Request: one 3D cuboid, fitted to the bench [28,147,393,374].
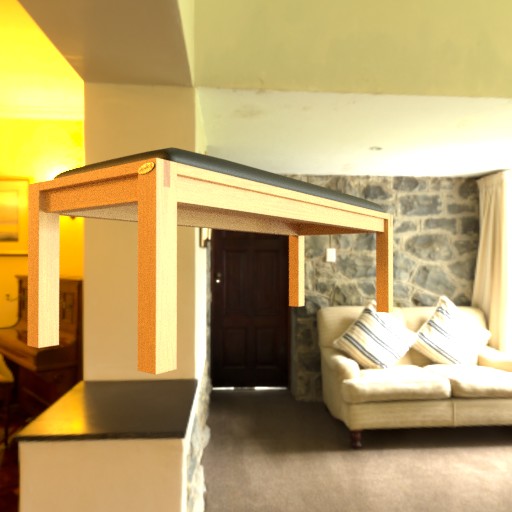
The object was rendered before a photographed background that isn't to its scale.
[{"bbox_3d":[0.000,0.000,1.391,0.450,0.430,1.202,-1,-1,36],"label":"bench"}]
